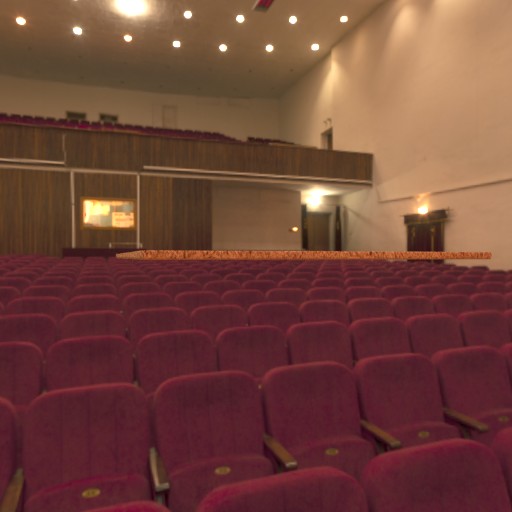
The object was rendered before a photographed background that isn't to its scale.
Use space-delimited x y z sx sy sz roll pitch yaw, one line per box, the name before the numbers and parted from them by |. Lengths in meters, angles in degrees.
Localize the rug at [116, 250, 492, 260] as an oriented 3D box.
rug | 0.000 0.000 2.088 1.199 0.025 1.600 0 0 -20
